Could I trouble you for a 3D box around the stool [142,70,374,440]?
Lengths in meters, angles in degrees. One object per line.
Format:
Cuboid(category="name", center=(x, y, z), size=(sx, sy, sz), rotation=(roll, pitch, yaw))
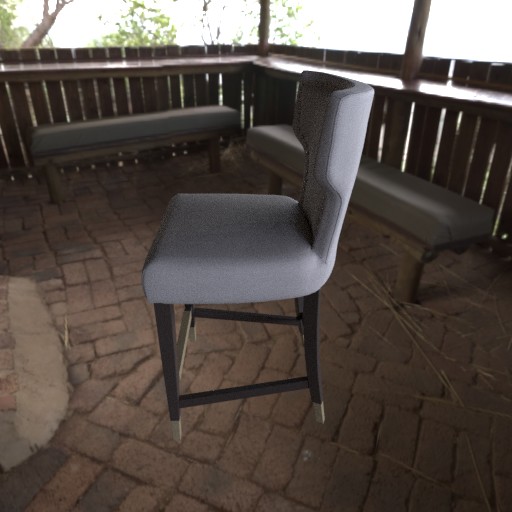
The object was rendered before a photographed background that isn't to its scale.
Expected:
Cuboid(category="stool", center=(0.000, 0.000, 1.316), size=(0.563, 0.982, 0.527), rotation=(-1, 28, -1))
